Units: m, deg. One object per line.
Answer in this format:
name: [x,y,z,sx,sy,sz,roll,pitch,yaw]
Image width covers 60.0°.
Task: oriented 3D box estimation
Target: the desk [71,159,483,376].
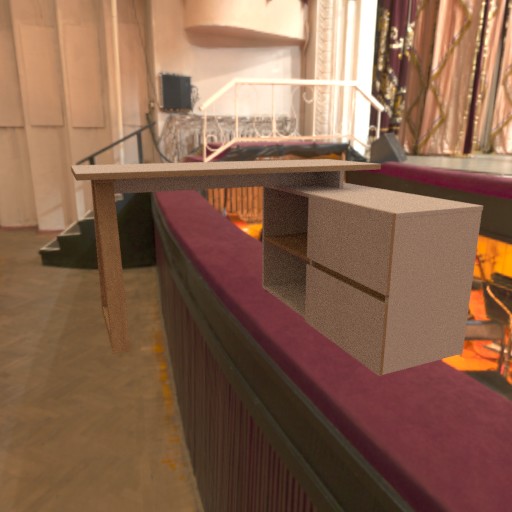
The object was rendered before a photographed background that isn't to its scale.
desk: [0.000,0.000,1.957,1.404,0.755,1.098,-7,17,-23]
